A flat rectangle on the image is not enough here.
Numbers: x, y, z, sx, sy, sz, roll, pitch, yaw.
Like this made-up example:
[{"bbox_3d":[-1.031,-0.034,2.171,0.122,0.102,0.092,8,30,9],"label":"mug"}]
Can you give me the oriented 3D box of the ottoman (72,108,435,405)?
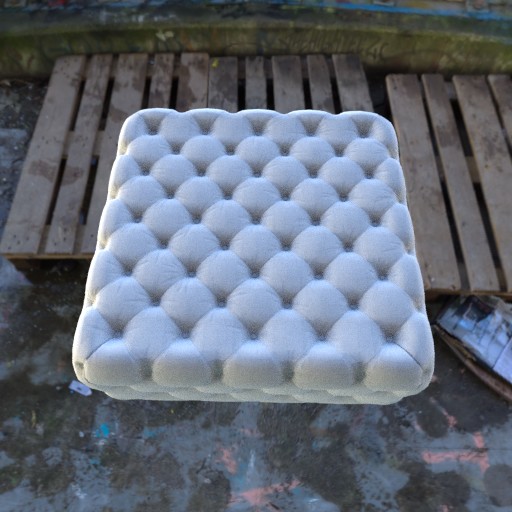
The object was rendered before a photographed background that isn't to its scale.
[{"bbox_3d":[0.000,0.000,1.189,0.753,0.376,0.755,1,61,1],"label":"ottoman"}]
